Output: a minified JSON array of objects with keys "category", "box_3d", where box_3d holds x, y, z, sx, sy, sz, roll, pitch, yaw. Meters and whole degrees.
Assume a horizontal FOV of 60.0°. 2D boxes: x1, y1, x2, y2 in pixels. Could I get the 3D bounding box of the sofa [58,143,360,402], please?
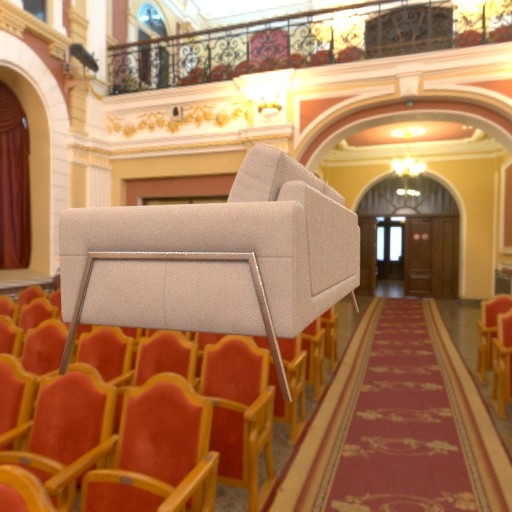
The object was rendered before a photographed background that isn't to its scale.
[{"category":"sofa","box_3d":[0.000,0.000,2.497,0.953,0.875,2.017,0,1,19]}]
